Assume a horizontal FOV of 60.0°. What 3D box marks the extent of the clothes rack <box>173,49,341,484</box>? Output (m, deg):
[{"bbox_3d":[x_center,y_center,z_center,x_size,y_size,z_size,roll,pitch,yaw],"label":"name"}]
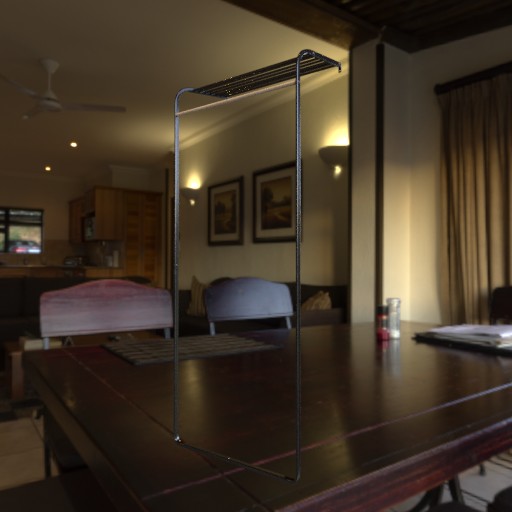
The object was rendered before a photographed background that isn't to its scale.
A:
[{"bbox_3d":[0.000,0.000,1.830,0.609,1.574,0.349,-1,-1,36],"label":"clothes rack"}]
